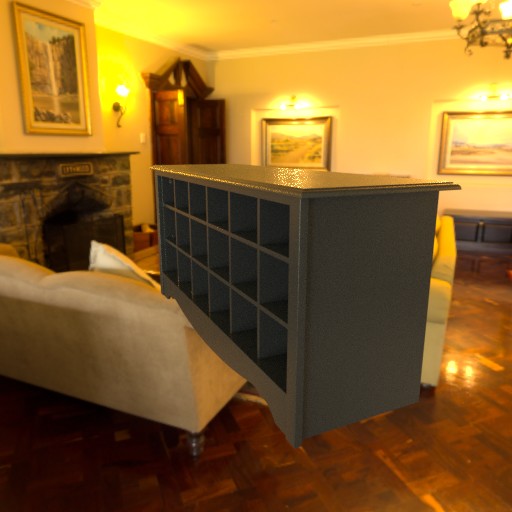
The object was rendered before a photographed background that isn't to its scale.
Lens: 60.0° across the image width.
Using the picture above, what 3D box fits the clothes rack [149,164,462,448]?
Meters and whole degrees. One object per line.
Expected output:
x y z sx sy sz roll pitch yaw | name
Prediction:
0.000 0.000 1.475 0.406 0.556 1.219 -7 15 -25 | clothes rack
